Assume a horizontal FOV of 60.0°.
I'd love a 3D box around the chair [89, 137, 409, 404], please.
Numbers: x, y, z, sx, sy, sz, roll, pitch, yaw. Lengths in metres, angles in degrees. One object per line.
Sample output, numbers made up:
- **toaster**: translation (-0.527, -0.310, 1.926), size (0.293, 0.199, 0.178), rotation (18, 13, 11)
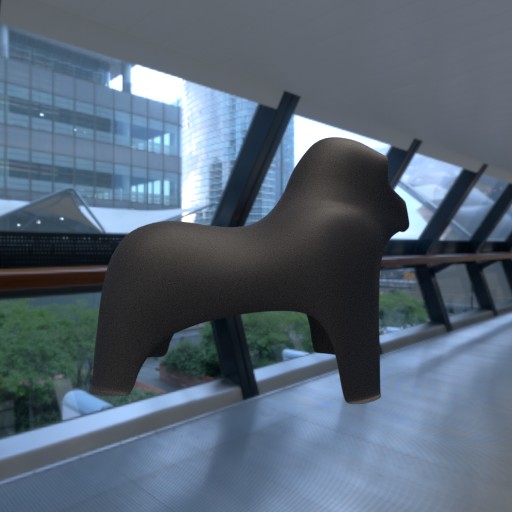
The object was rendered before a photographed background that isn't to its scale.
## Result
- **chair**: translation (0.000, 0.000, 1.134), size (0.758, 0.600, 0.490), rotation (0, 0, 0)
